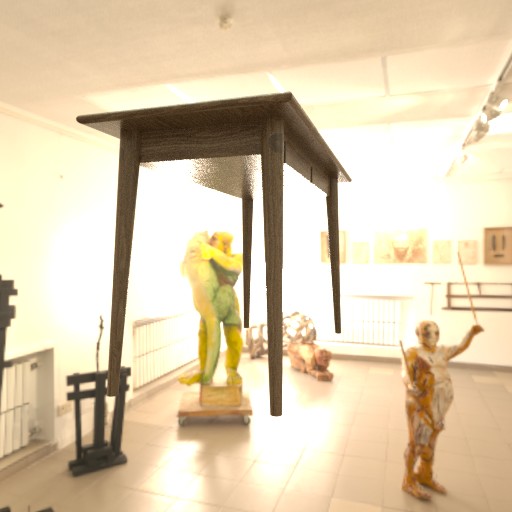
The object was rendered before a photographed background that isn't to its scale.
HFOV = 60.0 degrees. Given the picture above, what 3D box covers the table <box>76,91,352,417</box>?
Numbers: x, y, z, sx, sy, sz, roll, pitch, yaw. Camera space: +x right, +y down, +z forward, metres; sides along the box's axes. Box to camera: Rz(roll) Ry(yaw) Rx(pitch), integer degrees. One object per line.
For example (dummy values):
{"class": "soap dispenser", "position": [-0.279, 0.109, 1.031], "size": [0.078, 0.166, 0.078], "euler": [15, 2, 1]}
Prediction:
{"class": "table", "position": [0.000, 0.000, 1.729], "size": [0.599, 0.780, 1.300], "euler": [0, 1, 18]}
